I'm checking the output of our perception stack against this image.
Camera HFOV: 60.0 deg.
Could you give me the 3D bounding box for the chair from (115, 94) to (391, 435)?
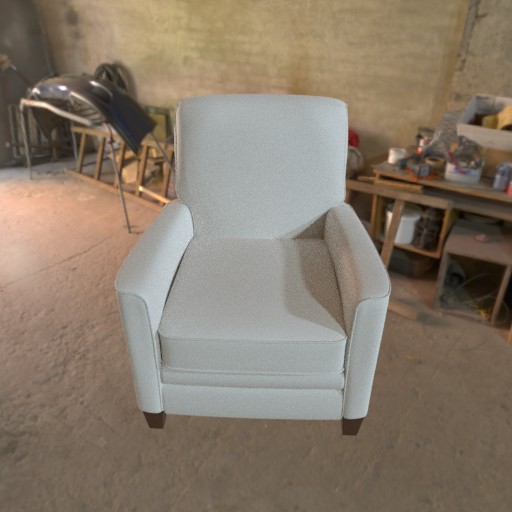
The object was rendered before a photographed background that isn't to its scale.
[{"bbox_3d":[0.000,0.000,1.660,0.841,1.028,0.858,1,30,2],"label":"chair"}]
